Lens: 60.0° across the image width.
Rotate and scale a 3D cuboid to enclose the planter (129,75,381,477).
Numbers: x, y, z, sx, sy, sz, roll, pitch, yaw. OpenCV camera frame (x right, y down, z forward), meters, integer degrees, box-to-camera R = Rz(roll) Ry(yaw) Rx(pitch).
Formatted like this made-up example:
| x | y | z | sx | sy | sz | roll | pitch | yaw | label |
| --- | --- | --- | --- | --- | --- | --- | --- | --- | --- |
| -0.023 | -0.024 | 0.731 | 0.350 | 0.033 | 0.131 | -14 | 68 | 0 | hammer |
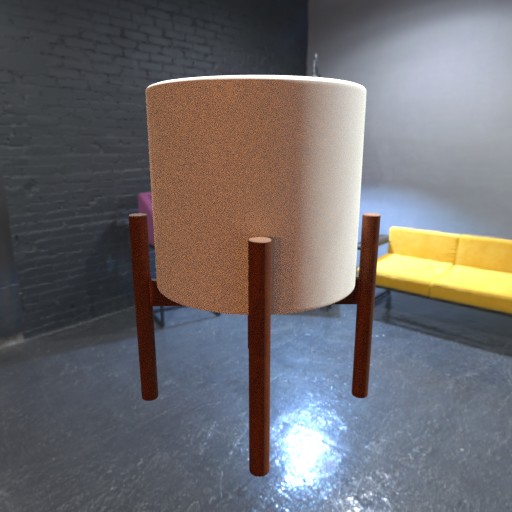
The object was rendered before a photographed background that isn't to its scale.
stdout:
| x | y | z | sx | sy | sz | roll | pitch | yaw | label |
| --- | --- | --- | --- | --- | --- | --- | --- | --- | --- |
| 0.000 | 0.000 | 0.506 | 0.224 | 0.358 | 0.224 | 14 | 20 | 42 | planter |
